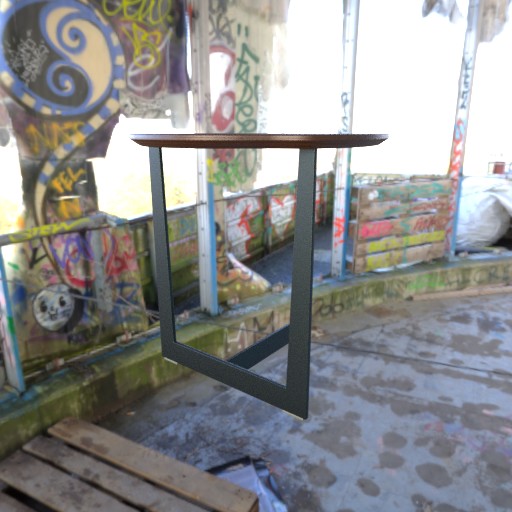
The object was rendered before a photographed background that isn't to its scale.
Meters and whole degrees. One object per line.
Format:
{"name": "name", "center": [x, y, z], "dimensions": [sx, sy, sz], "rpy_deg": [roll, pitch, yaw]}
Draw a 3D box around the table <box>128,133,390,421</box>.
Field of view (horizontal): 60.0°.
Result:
{"name": "table", "center": [0.000, 0.000, 0.895], "dimensions": [0.477, 0.476, 0.494], "rpy_deg": [8, 17, 26]}
